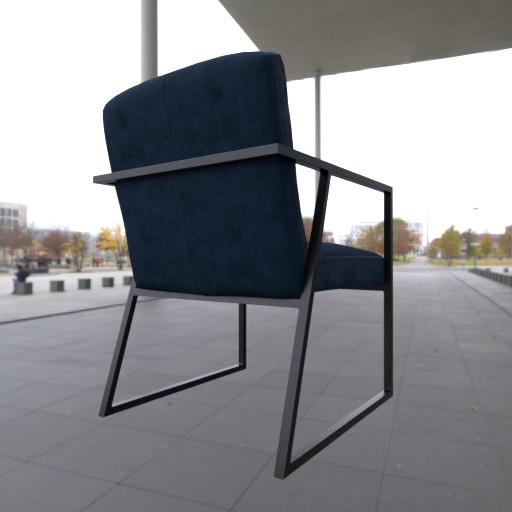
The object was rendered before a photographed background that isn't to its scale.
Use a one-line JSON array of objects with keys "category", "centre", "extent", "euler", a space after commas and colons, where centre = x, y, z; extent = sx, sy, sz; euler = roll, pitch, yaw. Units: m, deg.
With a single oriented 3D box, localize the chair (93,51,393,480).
[{"category": "chair", "centre": [0.000, 0.000, 1.240], "extent": [0.571, 0.833, 0.677], "euler": [0, 0, 36]}]
